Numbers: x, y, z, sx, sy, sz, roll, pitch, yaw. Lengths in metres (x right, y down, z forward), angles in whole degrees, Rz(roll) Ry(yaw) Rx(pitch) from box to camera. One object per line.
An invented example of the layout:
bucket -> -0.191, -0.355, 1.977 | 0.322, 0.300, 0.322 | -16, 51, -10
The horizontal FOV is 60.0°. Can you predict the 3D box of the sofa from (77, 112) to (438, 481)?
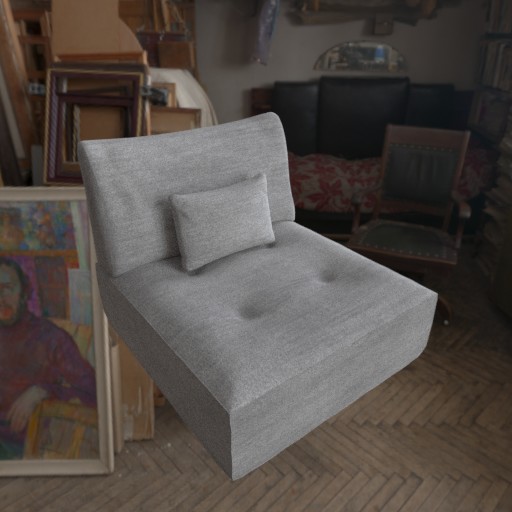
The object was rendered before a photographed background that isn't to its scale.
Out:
sofa -> 0.000, 0.000, 1.681 | 0.930, 0.820, 1.000 | -20, 35, -32
